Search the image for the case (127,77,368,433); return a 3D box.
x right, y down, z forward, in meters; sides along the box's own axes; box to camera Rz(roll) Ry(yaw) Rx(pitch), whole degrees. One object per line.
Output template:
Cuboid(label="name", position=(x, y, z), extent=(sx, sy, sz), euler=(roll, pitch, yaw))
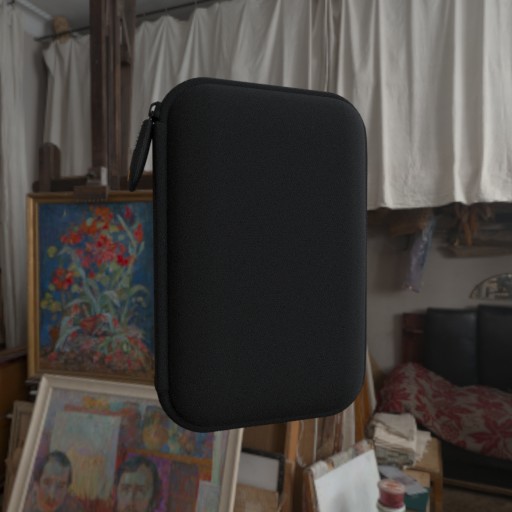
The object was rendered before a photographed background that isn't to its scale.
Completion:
Cuboid(label="case", position=(0.000, 0.000, 0.192), extent=(0.107, 0.147, 0.030), euler=(0, 1, -18))
